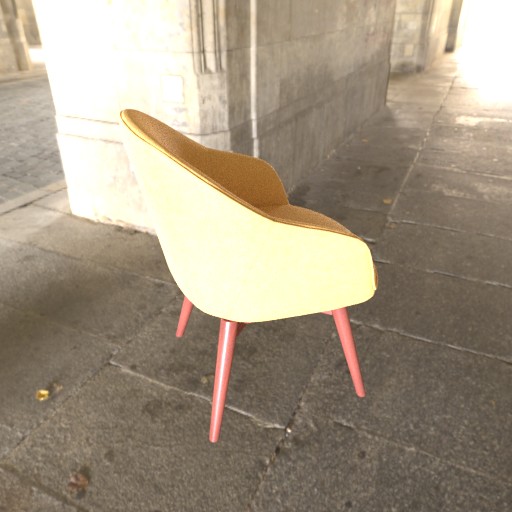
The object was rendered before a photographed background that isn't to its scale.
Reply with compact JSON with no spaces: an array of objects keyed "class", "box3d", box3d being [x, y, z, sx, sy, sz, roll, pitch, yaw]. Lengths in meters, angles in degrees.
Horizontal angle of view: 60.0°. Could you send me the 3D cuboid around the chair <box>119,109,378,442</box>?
[{"class":"chair","box3d":[0.000,0.000,1.261,0.635,0.823,0.596,-10,31,-17]}]
